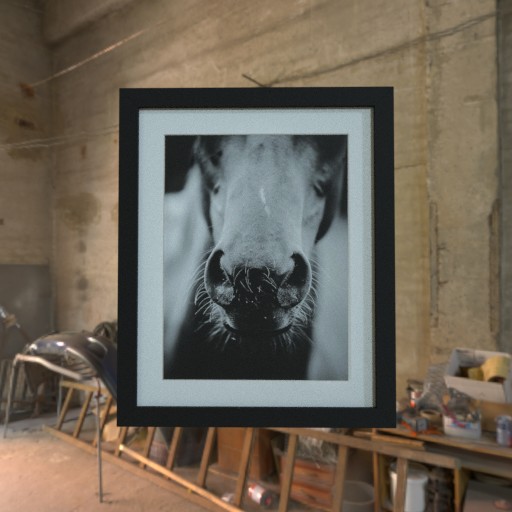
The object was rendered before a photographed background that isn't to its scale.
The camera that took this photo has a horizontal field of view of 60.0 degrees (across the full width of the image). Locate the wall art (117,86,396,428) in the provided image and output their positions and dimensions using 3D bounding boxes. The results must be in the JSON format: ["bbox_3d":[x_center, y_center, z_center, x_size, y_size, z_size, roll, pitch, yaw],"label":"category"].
[{"bbox_3d":[0.000,0.000,0.538,0.329,0.404,0.024,0,-1,1],"label":"wall art"}]
